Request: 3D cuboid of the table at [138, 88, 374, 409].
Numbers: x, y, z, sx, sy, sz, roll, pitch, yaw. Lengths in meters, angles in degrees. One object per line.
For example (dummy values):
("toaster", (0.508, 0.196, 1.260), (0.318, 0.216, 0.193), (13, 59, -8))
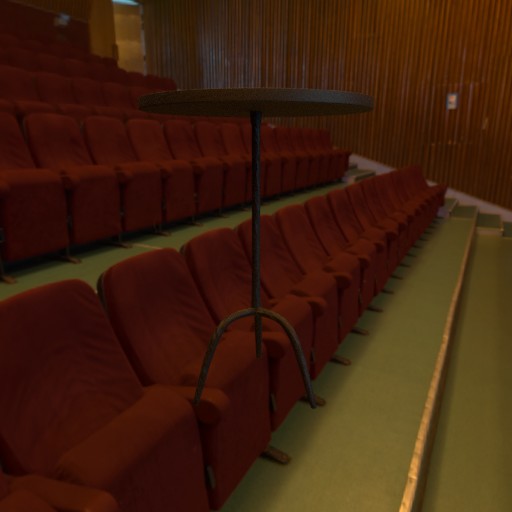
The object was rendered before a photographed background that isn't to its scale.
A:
("table", (0.000, 0.000, 1.058), (0.502, 0.700, 0.502), (7, 16, 26))
